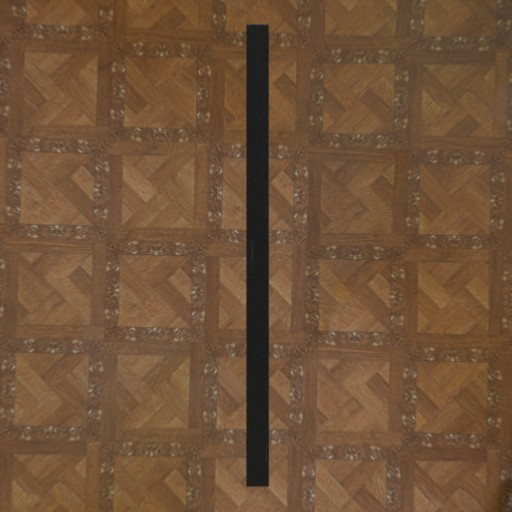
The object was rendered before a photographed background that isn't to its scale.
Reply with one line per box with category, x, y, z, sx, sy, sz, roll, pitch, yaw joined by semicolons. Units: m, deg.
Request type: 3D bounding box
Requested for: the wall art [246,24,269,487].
wall art;0.000;0.000;1.108;0.037;0.761;0.761;0;90;0
